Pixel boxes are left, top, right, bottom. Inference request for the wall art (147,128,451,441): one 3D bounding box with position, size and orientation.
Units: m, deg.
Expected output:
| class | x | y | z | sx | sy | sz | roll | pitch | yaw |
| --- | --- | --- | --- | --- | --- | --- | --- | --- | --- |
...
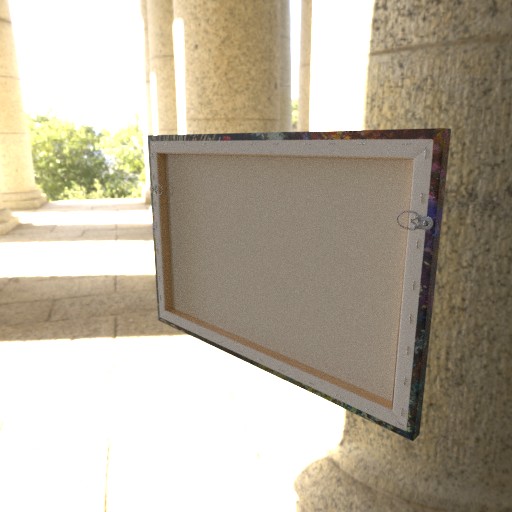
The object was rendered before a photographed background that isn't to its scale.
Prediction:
| class | x | y | z | sx | sy | sz | roll | pitch | yaw |
| --- | --- | --- | --- | --- | --- | --- | --- | --- | --- |
| wall art | 0.000 | 0.000 | 1.419 | 1.136 | 0.760 | 0.042 | 13 | 19 | 43 |
